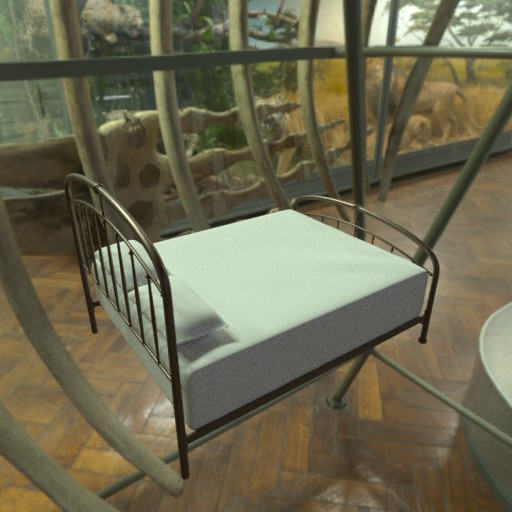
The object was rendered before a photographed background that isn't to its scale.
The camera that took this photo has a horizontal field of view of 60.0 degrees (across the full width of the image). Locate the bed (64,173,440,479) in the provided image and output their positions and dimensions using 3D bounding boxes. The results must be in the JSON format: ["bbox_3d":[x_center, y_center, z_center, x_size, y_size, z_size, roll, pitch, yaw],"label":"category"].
[{"bbox_3d":[0.000,0.000,3.292,2.168,1.475,1.711,-17,31,-31],"label":"bed"}]
